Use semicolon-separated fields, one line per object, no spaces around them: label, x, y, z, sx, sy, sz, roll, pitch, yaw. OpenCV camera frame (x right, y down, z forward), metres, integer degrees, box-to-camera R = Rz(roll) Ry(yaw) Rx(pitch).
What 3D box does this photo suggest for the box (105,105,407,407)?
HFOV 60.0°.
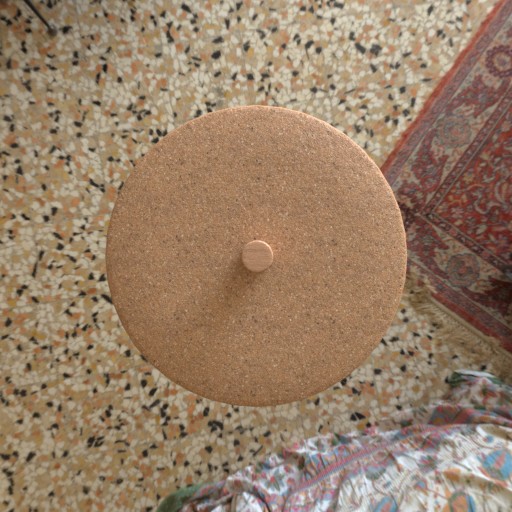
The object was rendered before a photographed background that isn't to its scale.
box;0.000;0.000;0.186;0.107;0.094;0.107;0;90;0
